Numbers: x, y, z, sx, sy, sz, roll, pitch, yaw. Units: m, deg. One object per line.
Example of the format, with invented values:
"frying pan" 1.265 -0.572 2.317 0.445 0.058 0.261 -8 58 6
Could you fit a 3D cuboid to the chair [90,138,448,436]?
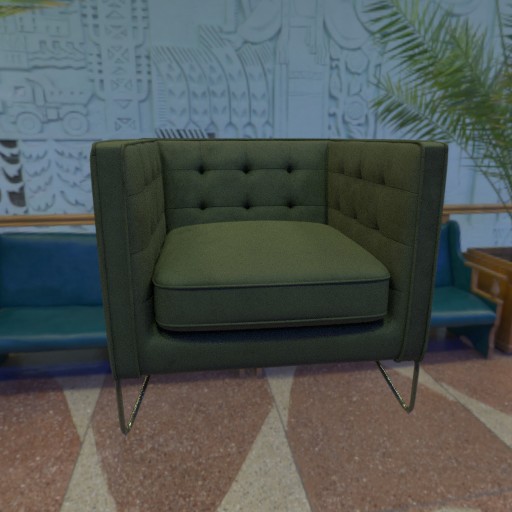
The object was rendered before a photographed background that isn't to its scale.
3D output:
"chair" 0.000 0.000 1.539 0.880 0.790 0.894 -2 15 -7
